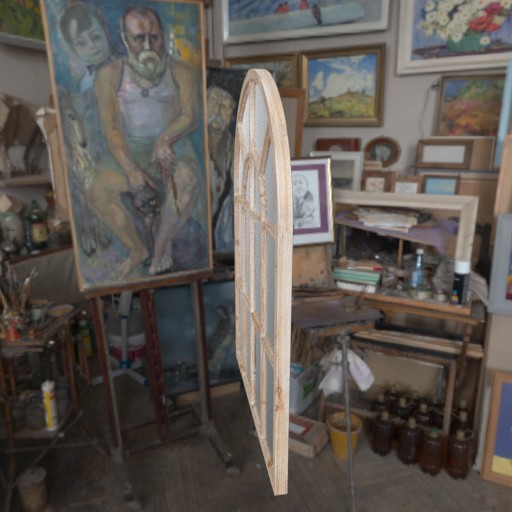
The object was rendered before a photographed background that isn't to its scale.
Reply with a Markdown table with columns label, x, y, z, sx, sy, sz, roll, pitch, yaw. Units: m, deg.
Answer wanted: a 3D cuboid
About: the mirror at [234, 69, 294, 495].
| label | x | y | z | sx | sy | sz | roll | pitch | yaw |
| --- | --- | --- | --- | --- | --- | --- | --- | --- | --- |
| mirror | 0.000 | 0.000 | 1.177 | 0.032 | 0.920 | 0.660 | -3 | 15 | -10 |
